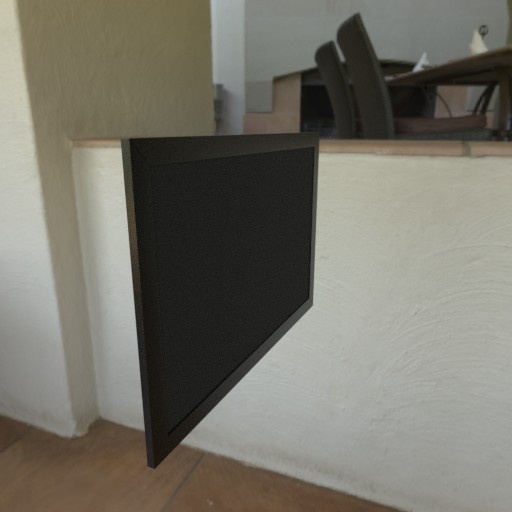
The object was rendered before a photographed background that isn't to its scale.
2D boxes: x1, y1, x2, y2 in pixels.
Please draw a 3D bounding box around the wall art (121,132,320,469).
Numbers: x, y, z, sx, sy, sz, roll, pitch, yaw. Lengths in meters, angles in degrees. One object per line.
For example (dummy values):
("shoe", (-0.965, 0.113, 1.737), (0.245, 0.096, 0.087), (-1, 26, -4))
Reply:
("wall art", (0.000, 0.000, 0.843), (0.013, 0.447, 0.660), (8, 18, 25))
